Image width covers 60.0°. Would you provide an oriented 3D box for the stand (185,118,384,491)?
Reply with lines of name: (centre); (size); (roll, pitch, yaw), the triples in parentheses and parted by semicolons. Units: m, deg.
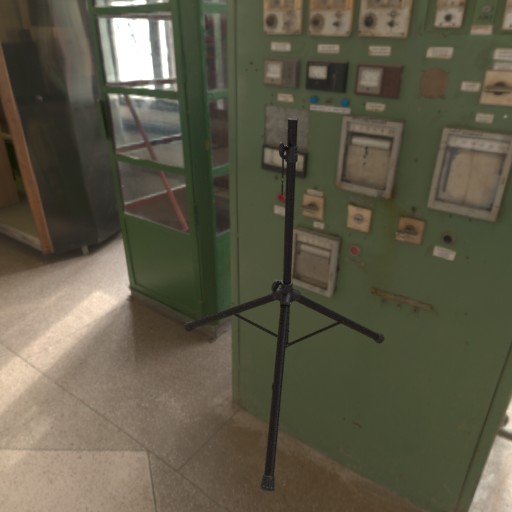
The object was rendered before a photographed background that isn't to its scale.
stand: (0.000, 0.000, 1.844); (0.907, 1.136, 1.045); (19, 32, 33)
